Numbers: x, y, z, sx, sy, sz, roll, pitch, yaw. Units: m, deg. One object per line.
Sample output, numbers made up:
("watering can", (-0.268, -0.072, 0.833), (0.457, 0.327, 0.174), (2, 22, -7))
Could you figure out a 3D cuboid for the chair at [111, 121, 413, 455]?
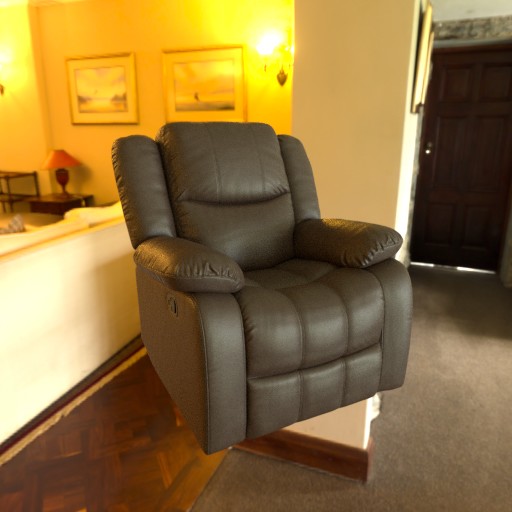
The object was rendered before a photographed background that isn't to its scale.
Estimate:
("chair", (0.000, 0.000, 1.719), (0.899, 1.009, 0.934), (-8, 18, -27))
